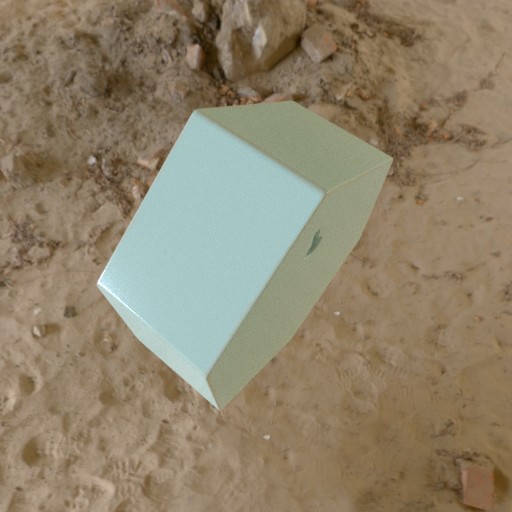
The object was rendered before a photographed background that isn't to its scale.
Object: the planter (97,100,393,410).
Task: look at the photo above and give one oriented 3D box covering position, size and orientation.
[{"bbox_3d":[0.000,0.000,0.290,0.078,0.207,0.169,36,68,17],"label":"planter"}]
